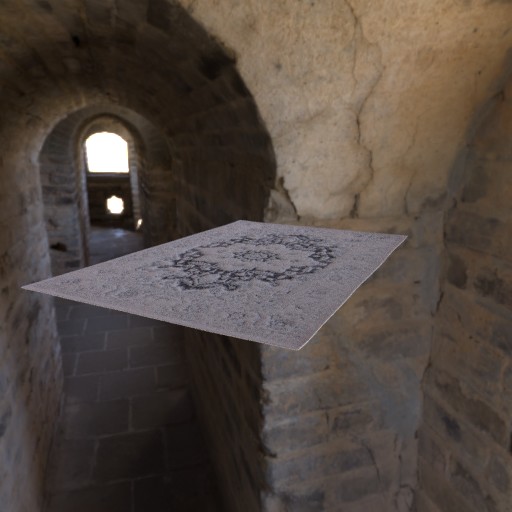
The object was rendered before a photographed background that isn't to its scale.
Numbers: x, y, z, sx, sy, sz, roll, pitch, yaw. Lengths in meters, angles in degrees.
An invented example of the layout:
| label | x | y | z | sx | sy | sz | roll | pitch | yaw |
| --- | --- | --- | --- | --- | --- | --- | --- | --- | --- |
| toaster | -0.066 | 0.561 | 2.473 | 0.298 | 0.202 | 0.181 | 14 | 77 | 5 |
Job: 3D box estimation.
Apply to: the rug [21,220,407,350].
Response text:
| label | x | y | z | sx | sy | sz | roll | pitch | yaw |
| --- | --- | --- | --- | --- | --- | --- | --- | --- | --- |
| rug | 0.000 | 0.000 | 2.305 | 1.223 | 0.008 | 1.813 | 7 | 16 | 27 |
